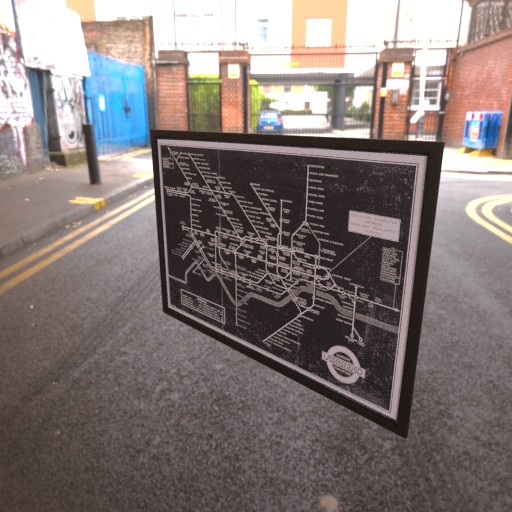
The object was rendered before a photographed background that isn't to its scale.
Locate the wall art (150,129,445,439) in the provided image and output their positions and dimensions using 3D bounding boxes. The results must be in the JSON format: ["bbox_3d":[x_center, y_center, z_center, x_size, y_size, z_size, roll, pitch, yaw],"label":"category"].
[{"bbox_3d":[0.000,0.000,1.523,1.192,0.811,0.013,17,24,42],"label":"wall art"}]
